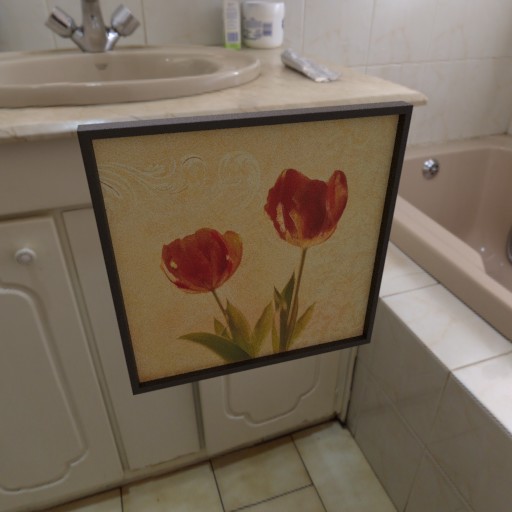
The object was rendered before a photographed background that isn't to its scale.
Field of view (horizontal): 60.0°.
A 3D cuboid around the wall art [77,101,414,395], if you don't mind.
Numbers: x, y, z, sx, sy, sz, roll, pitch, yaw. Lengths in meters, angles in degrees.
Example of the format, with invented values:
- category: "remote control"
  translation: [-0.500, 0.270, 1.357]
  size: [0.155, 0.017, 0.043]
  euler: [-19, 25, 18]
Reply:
- category: "wall art"
  translation: [0.000, 0.000, 0.550]
  size: [0.349, 0.349, 0.038]
  euler: [-9, 33, -14]
